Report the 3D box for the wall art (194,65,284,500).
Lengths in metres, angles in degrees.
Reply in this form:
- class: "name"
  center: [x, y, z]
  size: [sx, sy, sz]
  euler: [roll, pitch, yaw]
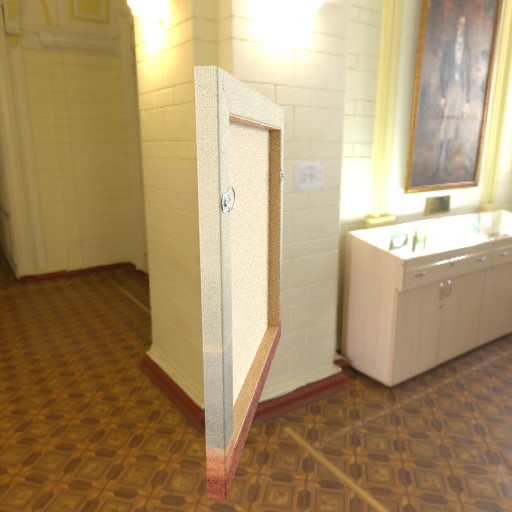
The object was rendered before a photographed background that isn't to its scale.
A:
- class: "wall art"
  center: [0.000, 0.000, 0.590]
  size: [0.023, 0.405, 0.405]
  euler: [3, 14, 11]
